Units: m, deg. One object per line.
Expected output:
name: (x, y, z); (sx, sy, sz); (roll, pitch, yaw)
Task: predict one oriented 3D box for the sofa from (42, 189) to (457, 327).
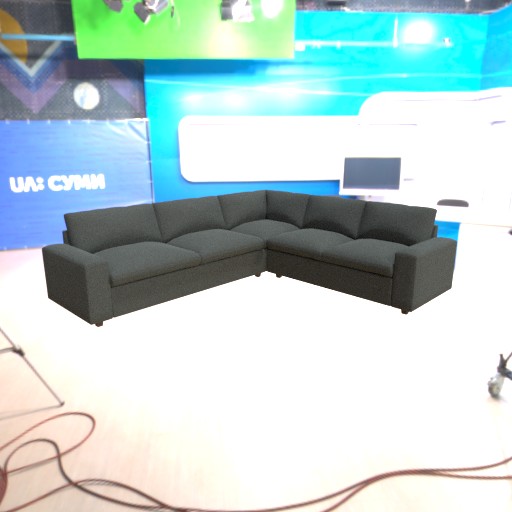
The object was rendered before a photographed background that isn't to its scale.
sofa: (0.000, 0.000, 4.669); (2.895, 0.965, 3.277); (14, 21, 43)
